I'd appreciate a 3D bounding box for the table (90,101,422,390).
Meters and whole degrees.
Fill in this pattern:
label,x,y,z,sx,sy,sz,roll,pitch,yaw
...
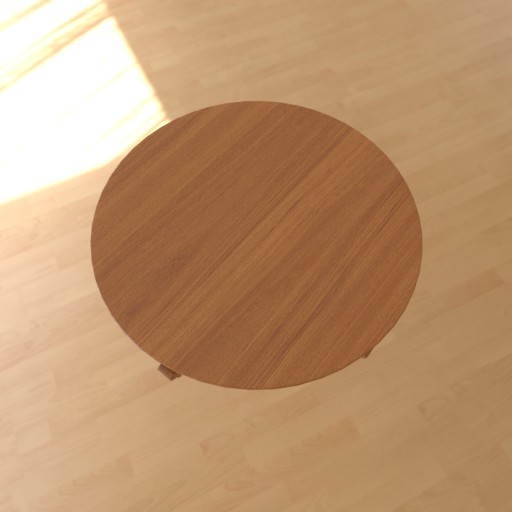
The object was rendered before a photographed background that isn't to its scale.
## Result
label,x,y,z,sx,sy,sz,roll,pitch,yaw
table,0.000,0.000,1.600,1.029,0.490,1.029,0,63,0
